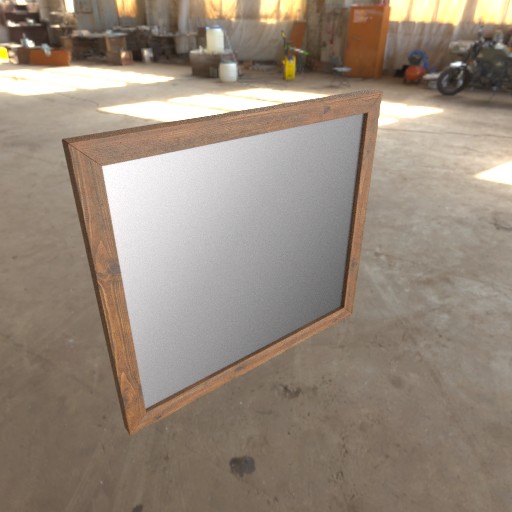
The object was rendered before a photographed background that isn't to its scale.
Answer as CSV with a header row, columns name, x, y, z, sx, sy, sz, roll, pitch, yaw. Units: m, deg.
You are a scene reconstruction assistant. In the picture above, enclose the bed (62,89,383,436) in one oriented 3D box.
name,x,y,z,sx,sy,sz,roll,pitch,yaw
bed,0.000,0.000,1.471,1.046,0.942,0.046,-21,36,-32
